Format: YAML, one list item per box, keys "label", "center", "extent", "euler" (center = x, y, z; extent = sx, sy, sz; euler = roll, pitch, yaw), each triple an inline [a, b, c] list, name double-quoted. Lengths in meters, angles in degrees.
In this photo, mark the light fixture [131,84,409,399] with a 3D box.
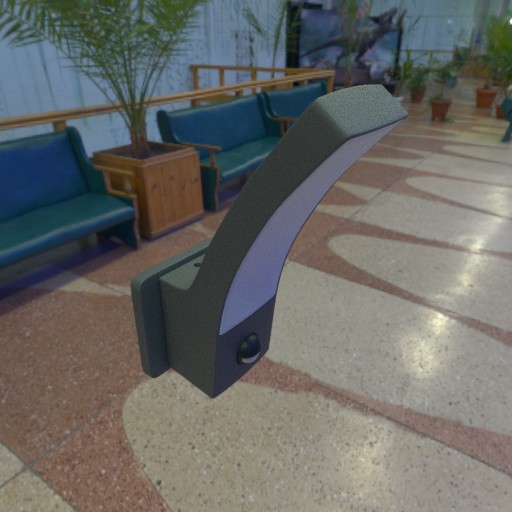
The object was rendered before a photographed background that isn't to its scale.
- label: "light fixture"
  center: [0.000, 0.000, 0.328]
  extent: [0.174, 0.243, 0.108]
  euler: [18, 32, 32]
